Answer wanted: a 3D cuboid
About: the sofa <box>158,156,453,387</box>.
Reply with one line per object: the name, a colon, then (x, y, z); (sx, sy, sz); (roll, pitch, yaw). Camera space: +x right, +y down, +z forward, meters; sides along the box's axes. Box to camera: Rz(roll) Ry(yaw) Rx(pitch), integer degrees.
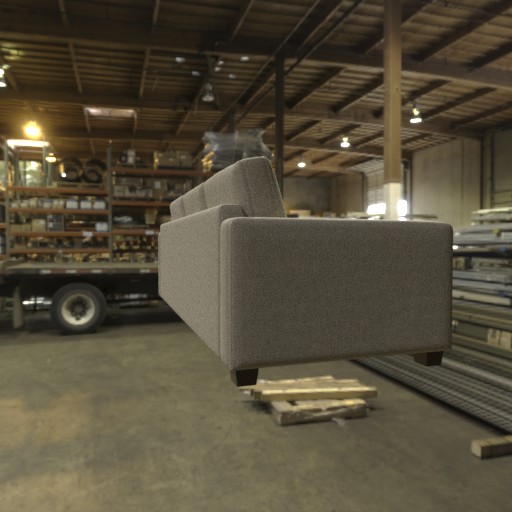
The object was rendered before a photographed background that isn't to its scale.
sofa: (0.000, 0.000, 2.570); (0.900, 0.800, 2.160); (-1, 2, -18)
